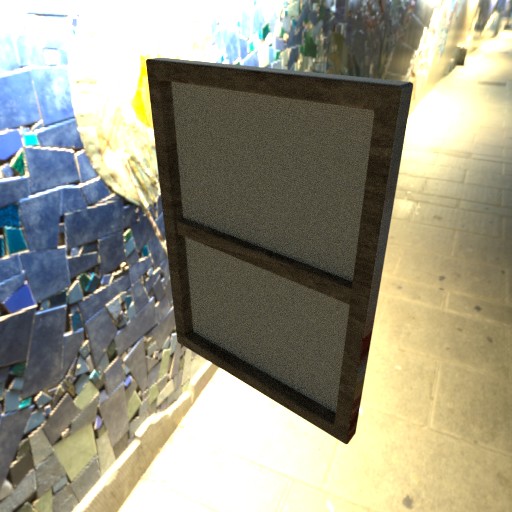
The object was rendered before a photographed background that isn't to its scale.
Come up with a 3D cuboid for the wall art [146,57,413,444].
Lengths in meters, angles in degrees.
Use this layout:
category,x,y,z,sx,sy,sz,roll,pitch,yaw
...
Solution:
category,x,y,z,sx,sy,sz,roll,pitch,yaw
wall art,0.000,0.000,0.771,0.443,0.605,0.035,22,36,33
